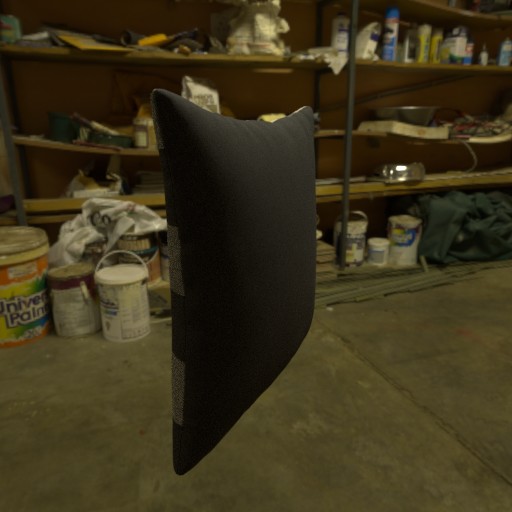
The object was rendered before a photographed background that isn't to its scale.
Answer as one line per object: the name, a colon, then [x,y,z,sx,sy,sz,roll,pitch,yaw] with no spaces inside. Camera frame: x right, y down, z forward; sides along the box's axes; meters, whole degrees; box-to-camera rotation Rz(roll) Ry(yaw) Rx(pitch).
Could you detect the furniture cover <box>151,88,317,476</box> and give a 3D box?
furniture cover: [0.000,0.000,0.765,0.161,0.509,0.511,8,18,24]
